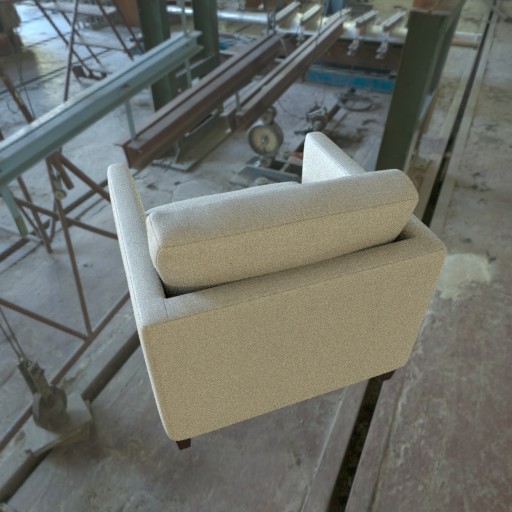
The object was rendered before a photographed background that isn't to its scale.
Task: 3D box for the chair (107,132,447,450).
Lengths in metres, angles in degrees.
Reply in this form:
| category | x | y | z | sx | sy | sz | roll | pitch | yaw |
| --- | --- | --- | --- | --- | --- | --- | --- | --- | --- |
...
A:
| category | x | y | z | sx | sy | sz | roll | pitch | yaw |
| --- | --- | --- | --- | --- | --- | --- | --- | --- | --- |
| chair | 0.000 | 0.000 | 1.767 | 0.996 | 0.919 | 0.959 | -13 | 42 | -15 |
